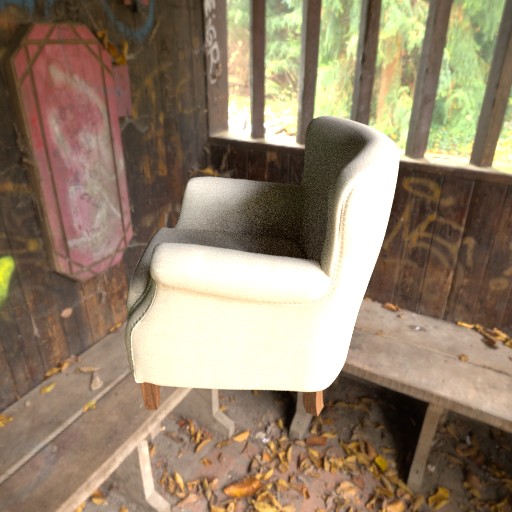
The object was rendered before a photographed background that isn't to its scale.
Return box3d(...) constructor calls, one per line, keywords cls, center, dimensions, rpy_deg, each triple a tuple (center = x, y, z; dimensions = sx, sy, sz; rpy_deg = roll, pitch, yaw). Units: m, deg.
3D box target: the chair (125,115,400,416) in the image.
box3d(cls="chair", center=(0.000, 0.000, 1.699), dimensions=(0.921, 0.936, 0.861), rpy_deg=(0, 27, 1))
